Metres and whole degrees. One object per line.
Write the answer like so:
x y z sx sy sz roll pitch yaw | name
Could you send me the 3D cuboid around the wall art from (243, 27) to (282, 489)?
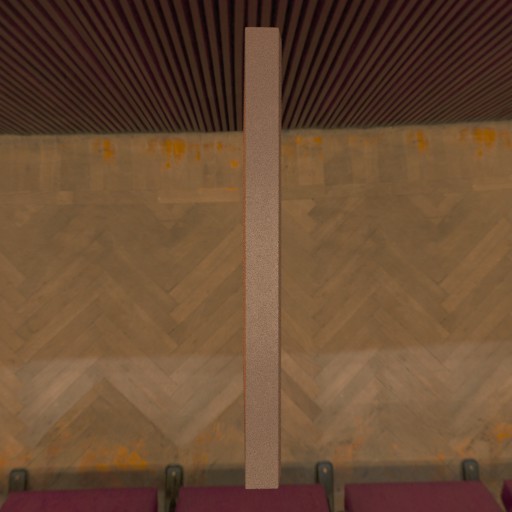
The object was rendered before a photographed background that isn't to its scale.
0.000 0.000 0.509 0.028 0.349 0.349 0 91 -2 | wall art
